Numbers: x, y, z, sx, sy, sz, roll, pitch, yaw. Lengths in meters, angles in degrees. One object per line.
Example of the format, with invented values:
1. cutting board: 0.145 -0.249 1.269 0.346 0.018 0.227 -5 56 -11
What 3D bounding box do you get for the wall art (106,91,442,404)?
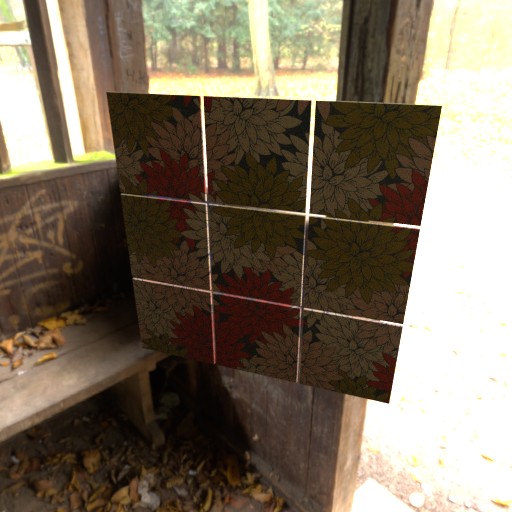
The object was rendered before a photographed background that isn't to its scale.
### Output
1. wall art: 0.000 0.000 1.801 1.206 1.218 0.013 8 28 16
